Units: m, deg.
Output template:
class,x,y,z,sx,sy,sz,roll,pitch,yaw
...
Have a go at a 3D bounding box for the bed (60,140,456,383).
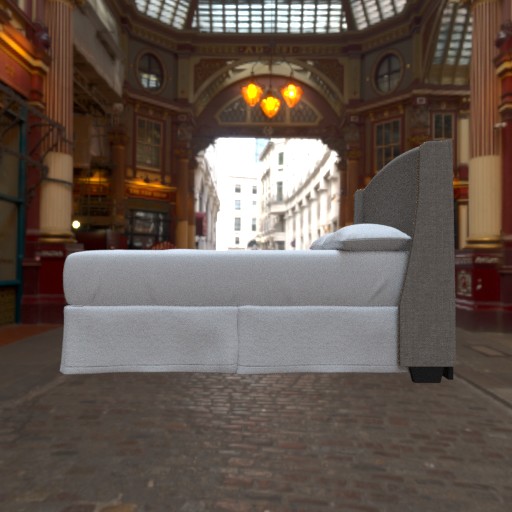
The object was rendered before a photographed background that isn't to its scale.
class,x,y,z,sx,sy,sz,roll,pitch,yaw
bed,0.000,0.000,3.275,2.237,1.407,1.710,0,0,1
